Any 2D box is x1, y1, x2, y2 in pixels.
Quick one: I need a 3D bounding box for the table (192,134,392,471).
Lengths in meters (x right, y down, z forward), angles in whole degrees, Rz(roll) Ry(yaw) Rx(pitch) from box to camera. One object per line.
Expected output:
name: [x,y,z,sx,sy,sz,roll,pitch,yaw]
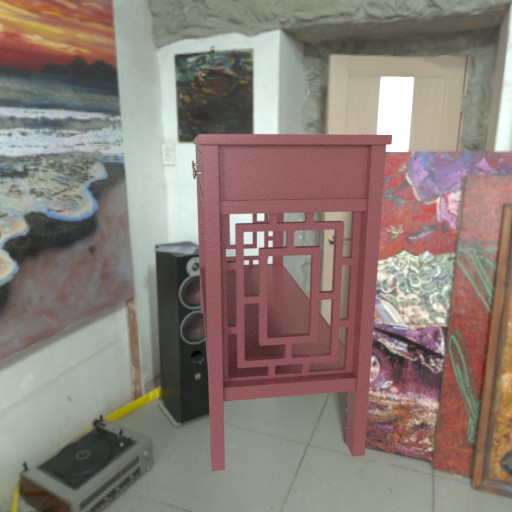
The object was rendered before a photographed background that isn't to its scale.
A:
table: [0.000,0.000,1.462,0.397,0.753,1.068,-2,14,-8]
